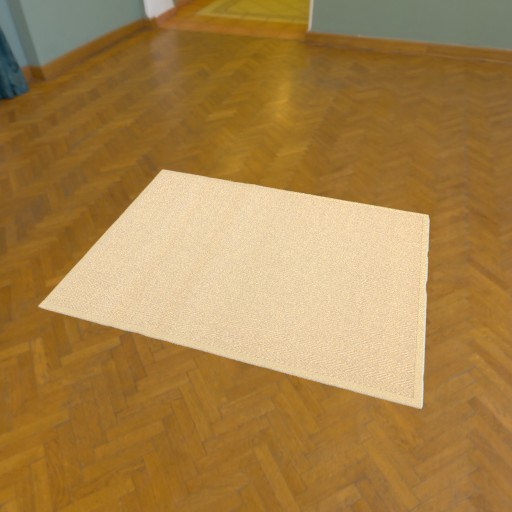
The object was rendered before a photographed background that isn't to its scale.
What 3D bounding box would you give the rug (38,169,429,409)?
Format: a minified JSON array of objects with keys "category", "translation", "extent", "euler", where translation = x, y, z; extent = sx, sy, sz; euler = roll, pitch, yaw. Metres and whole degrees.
[{"category":"rug","translation":[0.000,0.000,4.937],"extent":[3.659,0.037,2.734],"euler":[12,43,13]}]
